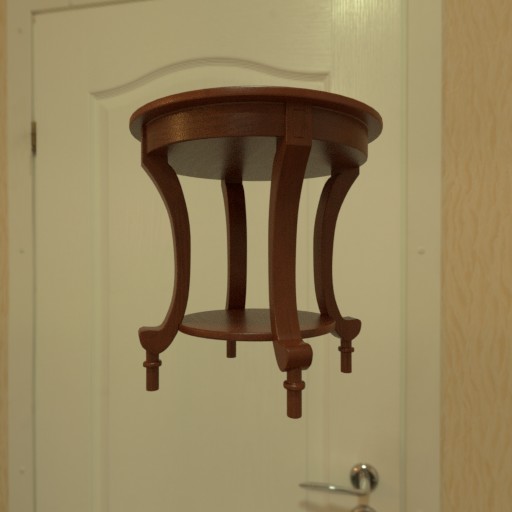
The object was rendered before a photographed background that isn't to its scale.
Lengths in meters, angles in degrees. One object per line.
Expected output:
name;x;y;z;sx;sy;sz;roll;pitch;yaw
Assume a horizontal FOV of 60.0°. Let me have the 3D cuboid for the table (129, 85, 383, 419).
table;0.000;0.000;1.087;0.597;0.612;0.597;0;1;0
